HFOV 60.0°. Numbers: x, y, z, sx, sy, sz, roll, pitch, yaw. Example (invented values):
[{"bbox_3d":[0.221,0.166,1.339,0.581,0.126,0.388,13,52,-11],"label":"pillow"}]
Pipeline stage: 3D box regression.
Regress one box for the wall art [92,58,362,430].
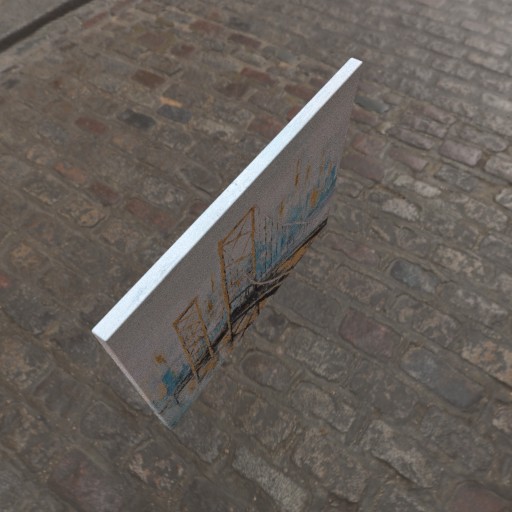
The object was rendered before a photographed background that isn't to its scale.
[{"bbox_3d":[0.000,0.000,1.350,0.038,0.762,1.016,30,62,18],"label":"wall art"}]
